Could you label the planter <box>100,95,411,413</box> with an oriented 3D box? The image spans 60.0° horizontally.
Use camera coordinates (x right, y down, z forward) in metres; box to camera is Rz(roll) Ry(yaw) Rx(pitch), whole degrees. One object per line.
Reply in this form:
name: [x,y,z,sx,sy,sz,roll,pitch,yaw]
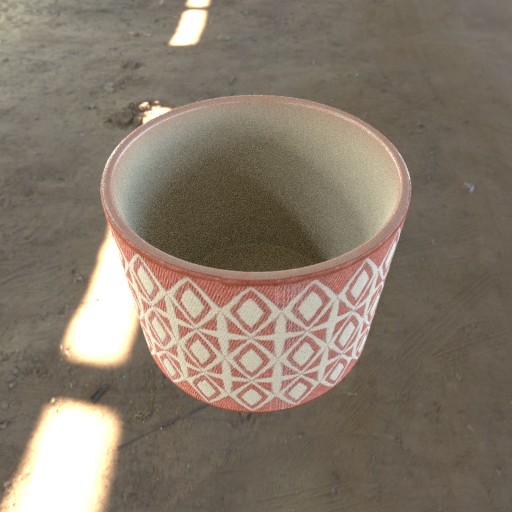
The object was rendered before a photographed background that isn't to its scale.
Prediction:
planter: [0.000,0.000,0.484,0.273,0.237,0.273,0,46,0]
